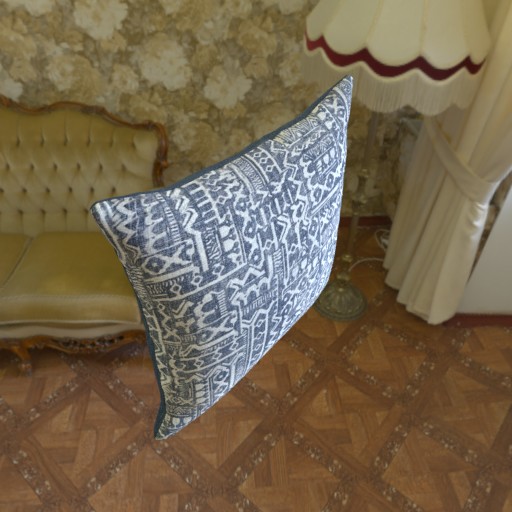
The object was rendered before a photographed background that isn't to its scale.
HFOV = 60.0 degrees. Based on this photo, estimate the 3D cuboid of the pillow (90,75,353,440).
[{"bbox_3d":[0.000,0.000,0.772,0.180,0.487,0.546,27,47,29],"label":"pillow"}]
